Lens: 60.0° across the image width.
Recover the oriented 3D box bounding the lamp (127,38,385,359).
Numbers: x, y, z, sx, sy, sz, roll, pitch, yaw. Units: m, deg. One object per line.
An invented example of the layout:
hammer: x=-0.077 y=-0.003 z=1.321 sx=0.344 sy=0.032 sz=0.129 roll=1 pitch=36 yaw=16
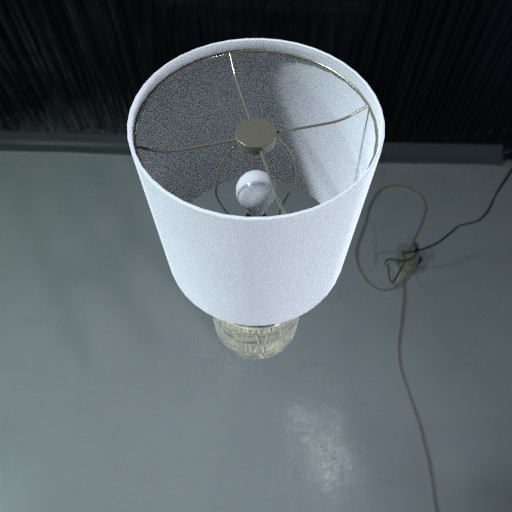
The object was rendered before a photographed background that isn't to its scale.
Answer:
lamp: x=0.000 y=0.000 z=0.561 sx=0.211 sy=0.455 sz=0.211 roll=0 pitch=59 yaw=0
